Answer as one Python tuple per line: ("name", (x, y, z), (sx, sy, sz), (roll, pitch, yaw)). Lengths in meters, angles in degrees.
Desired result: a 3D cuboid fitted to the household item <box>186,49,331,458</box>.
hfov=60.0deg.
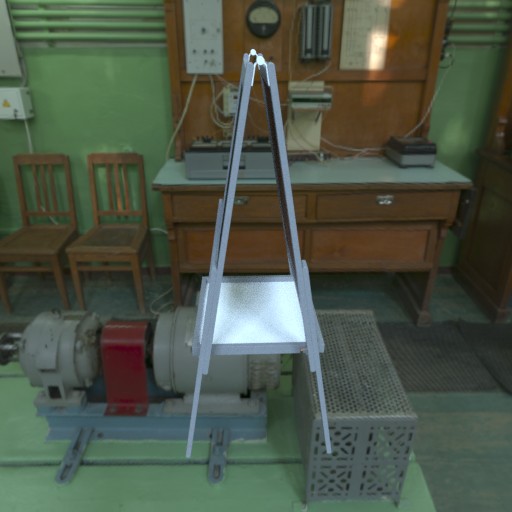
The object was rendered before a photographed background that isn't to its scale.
("household item", (0.000, 0.000, 1.402), (0.469, 1.172, 0.531), (-1, 27, -2))
